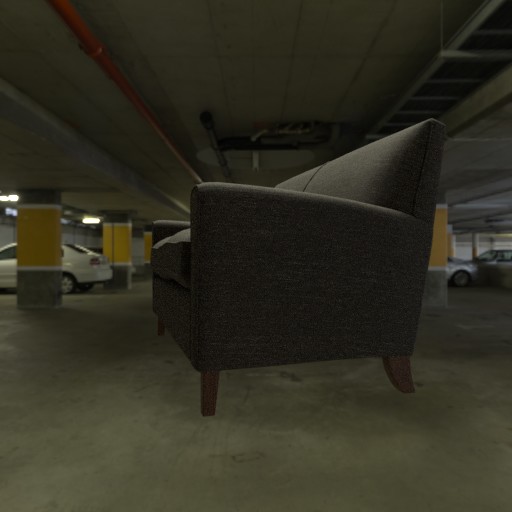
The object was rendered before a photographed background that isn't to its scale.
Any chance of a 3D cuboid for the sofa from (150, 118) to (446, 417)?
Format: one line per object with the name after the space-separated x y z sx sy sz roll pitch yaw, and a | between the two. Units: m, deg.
0.000 0.000 2.010 0.867 0.905 1.509 0 0 -18 | sofa
